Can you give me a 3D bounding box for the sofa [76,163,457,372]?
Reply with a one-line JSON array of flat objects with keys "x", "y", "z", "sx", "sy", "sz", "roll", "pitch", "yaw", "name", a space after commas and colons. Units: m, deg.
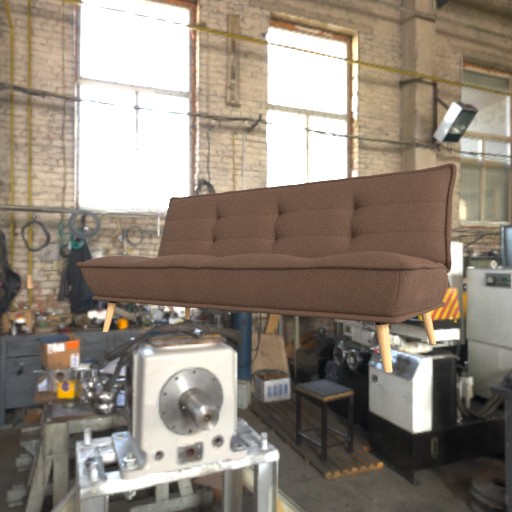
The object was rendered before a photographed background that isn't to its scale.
[{"x": 0.000, "y": 0.000, "z": 2.435, "sx": 1.940, "sy": 0.890, "sz": 0.950, "roll": -1, "pitch": -1, "yaw": 35, "name": "sofa"}]
